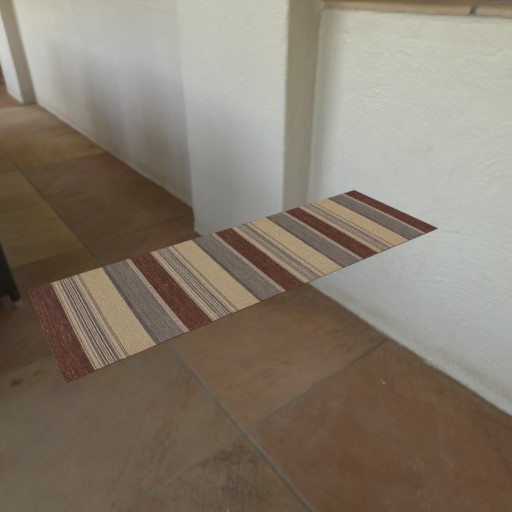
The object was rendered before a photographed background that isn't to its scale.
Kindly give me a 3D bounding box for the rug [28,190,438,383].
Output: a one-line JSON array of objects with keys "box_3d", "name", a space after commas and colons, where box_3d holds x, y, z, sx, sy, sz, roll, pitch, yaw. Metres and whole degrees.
[{"box_3d": [0.000, 0.000, 2.694, 2.437, 0.006, 0.792, -19, 36, -29], "name": "rug"}]
